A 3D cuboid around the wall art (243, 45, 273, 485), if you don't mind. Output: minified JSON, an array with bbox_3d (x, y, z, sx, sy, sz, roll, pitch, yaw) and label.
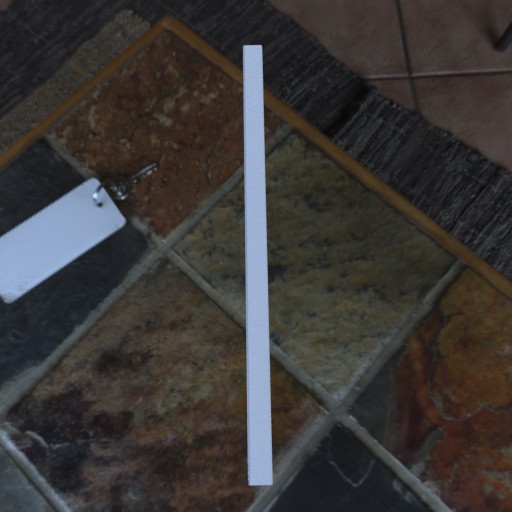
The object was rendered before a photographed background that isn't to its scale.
[{"bbox_3d":[0.000,0.000,0.875,0.036,0.256,0.766,-1,75,0],"label":"wall art"}]
